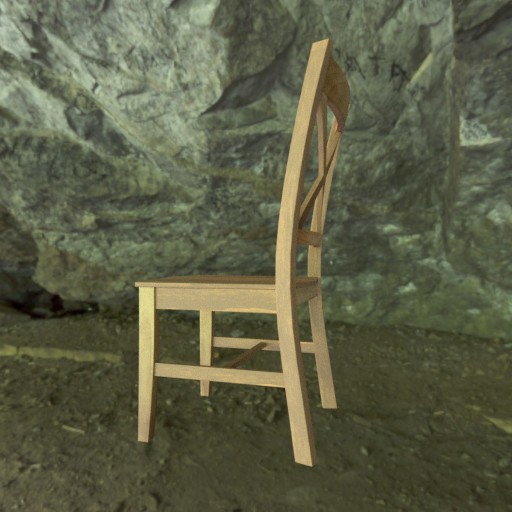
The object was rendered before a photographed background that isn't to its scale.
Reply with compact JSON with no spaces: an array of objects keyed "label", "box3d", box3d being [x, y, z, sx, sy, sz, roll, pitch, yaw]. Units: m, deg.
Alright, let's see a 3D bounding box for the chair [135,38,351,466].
[{"label":"chair","box3d":[0.000,0.000,1.305,0.542,0.983,0.485,0,0,17]}]
